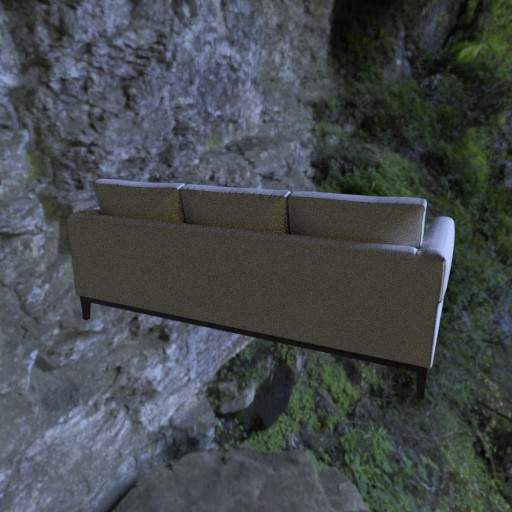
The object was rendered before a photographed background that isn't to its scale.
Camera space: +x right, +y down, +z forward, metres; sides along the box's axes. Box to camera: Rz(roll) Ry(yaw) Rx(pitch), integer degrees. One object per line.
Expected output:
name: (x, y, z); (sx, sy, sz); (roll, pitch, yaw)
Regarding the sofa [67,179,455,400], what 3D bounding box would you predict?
sofa: (0.000, 0.000, 2.733); (2.198, 0.911, 0.902); (7, 18, 24)
